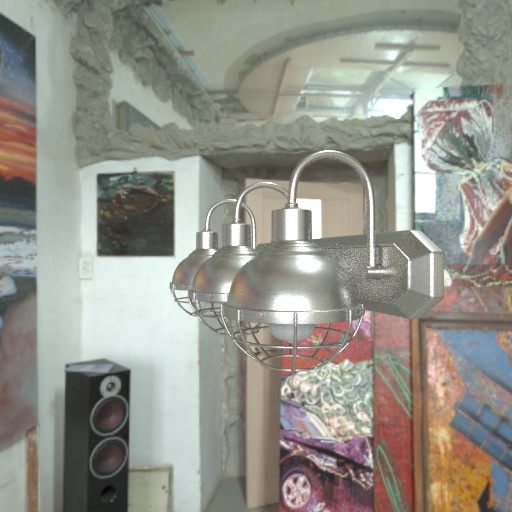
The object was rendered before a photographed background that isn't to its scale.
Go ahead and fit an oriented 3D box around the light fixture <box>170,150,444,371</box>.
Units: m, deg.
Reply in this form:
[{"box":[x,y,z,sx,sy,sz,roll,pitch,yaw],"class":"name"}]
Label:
[{"box":[0.000,0.000,0.754,0.229,0.254,0.634,0,0,-18],"class":"light fixture"}]
